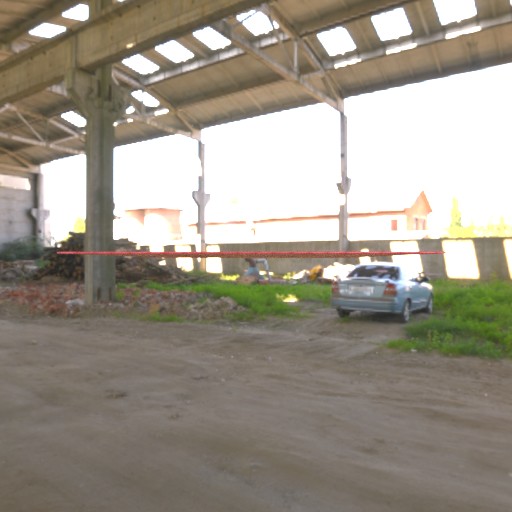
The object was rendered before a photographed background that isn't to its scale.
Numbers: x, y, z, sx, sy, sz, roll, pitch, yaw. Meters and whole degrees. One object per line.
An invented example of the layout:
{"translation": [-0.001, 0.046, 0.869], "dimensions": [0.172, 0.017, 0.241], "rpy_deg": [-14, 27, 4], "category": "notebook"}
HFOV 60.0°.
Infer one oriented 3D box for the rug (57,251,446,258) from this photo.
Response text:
{"translation": [0.000, 0.000, 4.369], "dimensions": [2.389, 0.011, 3.306], "rpy_deg": [0, -1, 1], "category": "rug"}
